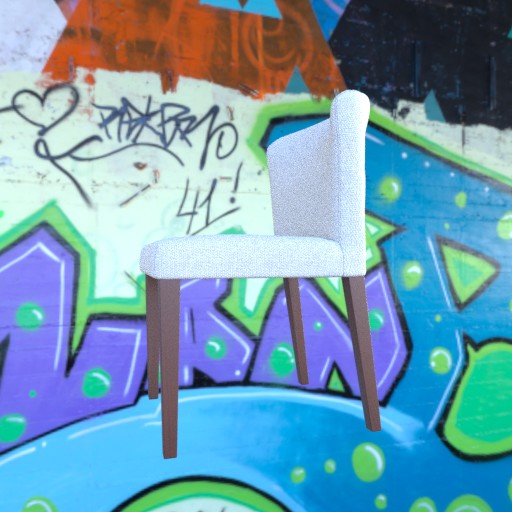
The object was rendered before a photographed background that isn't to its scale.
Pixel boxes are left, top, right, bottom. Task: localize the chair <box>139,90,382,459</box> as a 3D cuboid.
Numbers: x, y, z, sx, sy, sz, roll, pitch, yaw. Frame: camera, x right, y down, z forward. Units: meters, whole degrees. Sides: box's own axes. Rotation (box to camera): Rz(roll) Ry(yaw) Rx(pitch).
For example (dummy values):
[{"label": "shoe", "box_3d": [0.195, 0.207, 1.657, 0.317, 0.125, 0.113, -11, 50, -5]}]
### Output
[{"label": "chair", "box_3d": [0.000, 0.000, 1.199, 0.589, 0.839, 0.491, 0, 0, -18]}]
